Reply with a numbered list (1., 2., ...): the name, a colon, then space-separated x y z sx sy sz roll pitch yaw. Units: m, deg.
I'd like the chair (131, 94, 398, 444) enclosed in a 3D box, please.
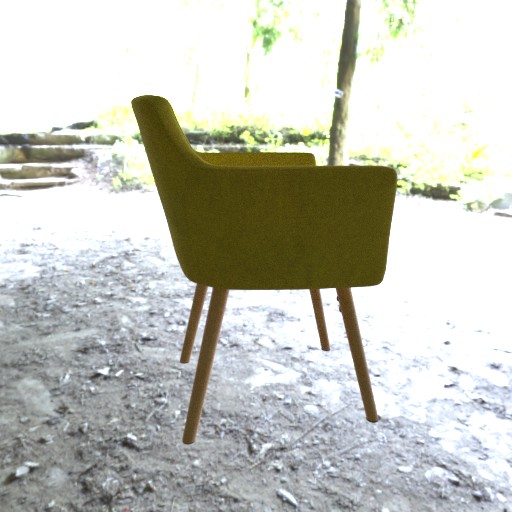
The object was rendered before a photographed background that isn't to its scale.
1. chair: 0.000 0.000 1.153 0.570 0.780 0.570 -3 16 -10
